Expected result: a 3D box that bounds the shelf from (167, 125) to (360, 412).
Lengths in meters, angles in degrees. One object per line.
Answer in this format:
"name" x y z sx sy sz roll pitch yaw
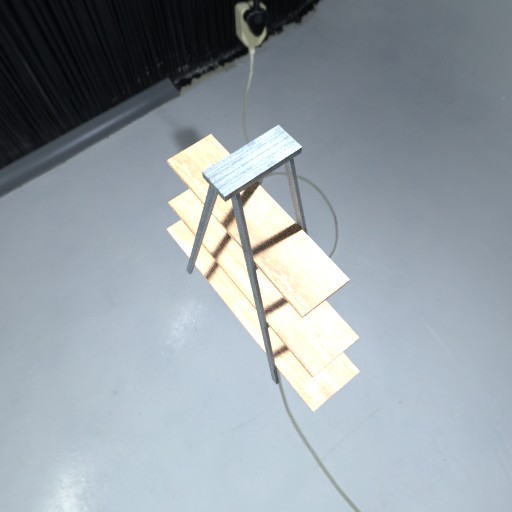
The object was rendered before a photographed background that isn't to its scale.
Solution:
"shelf" 0.000 0.000 2.672 0.508 1.808 1.746 -35 69 -16
